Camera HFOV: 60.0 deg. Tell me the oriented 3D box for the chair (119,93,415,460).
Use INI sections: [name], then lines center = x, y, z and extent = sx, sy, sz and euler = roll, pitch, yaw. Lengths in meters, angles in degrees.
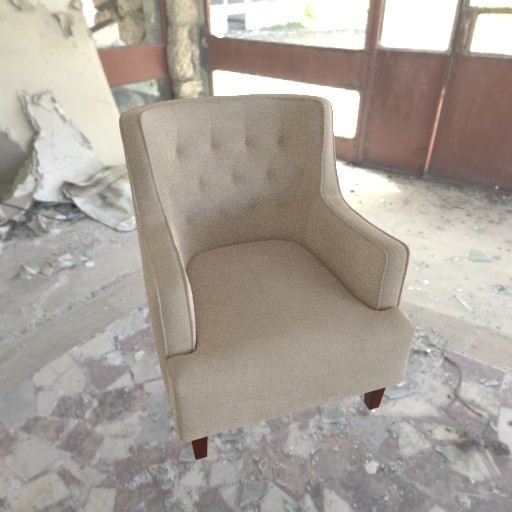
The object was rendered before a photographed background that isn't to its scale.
[chair]
center = 0.000, 0.000, 1.555
extent = 0.781, 0.920, 0.910
euler = -10, 33, -15
